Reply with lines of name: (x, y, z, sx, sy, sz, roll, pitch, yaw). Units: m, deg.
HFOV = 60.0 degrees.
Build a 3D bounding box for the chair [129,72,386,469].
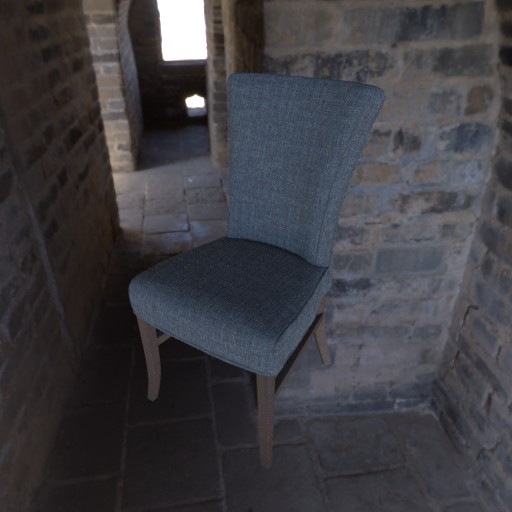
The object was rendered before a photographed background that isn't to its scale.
chair: (0.000, 0.000, 1.388, 0.520, 0.991, 0.660, 18, 34, 28)
